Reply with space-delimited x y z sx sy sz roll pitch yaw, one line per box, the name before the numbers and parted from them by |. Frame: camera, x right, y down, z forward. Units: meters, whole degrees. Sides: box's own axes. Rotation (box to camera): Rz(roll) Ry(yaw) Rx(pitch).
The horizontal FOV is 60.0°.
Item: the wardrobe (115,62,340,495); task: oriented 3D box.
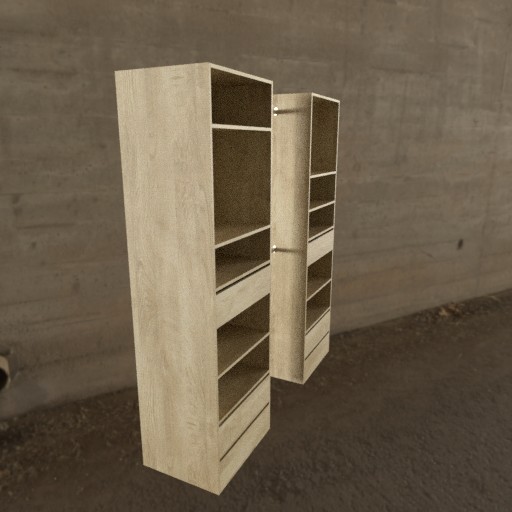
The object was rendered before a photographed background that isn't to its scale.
wardrobe | 0.000 0.000 2.829 0.480 2.000 1.770 7 16 26
